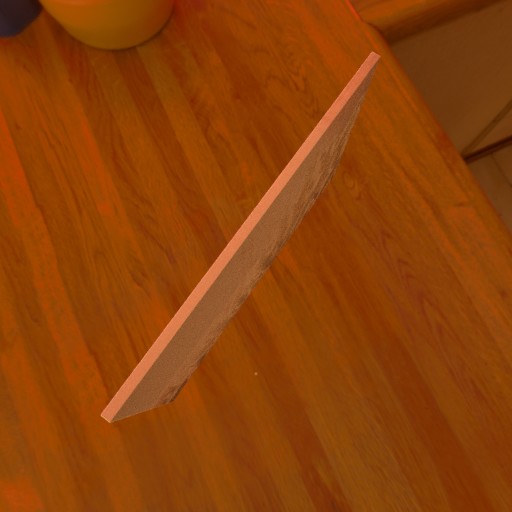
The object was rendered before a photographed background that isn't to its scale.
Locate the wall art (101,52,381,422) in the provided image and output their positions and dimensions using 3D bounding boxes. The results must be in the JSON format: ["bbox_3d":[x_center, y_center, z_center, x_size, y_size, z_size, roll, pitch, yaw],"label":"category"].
[{"bbox_3d":[0.000,0.000,1.934,0.038,1.012,1.525,34,78,8],"label":"wall art"}]
